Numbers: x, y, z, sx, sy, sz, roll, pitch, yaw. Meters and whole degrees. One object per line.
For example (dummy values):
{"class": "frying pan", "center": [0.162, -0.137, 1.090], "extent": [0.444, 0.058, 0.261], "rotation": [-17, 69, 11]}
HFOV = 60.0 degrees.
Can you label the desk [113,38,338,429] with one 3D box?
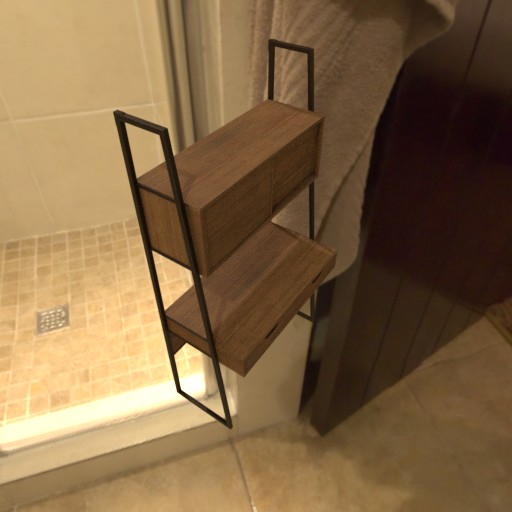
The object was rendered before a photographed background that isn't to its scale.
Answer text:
{"class": "desk", "center": [0.000, 0.000, 2.313], "extent": [0.515, 1.809, 0.982], "rotation": [25, 48, 25]}
